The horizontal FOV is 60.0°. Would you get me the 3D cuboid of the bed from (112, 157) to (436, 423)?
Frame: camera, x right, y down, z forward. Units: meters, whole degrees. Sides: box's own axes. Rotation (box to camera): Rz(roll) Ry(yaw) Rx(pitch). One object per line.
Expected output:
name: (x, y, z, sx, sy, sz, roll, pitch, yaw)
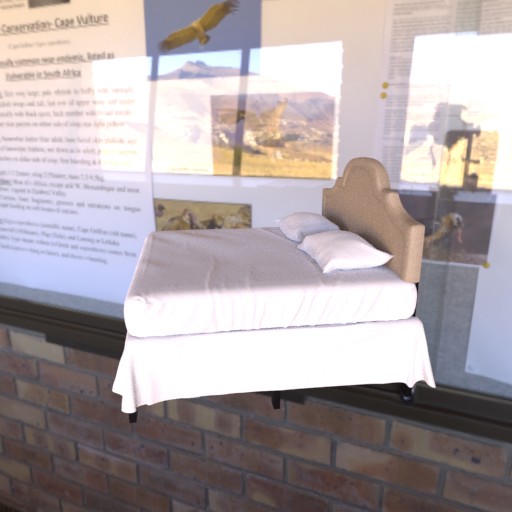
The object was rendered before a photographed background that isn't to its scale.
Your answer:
bed: (0.000, 0.000, 3.781, 2.222, 1.631, 2.303, -2, 16, -9)
